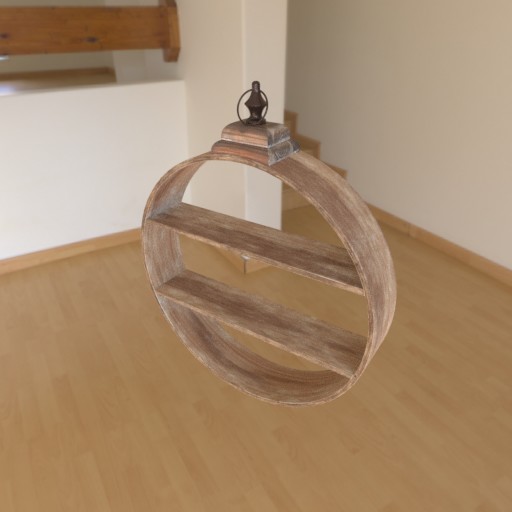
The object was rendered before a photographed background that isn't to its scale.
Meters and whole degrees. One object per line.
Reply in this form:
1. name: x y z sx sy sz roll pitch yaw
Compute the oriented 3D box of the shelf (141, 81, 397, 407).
1. shelf: 0.000 0.000 0.977 0.601 0.725 0.125 18 34 29
